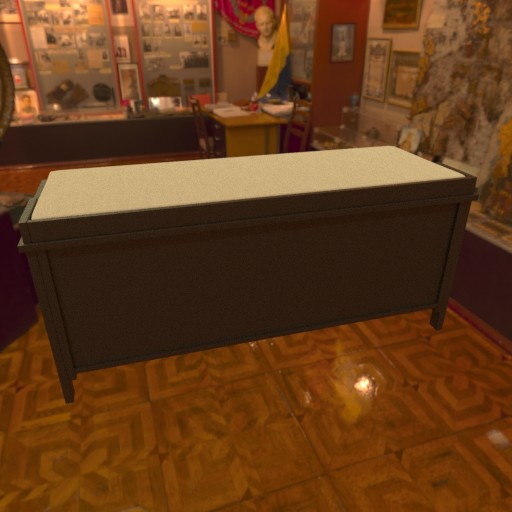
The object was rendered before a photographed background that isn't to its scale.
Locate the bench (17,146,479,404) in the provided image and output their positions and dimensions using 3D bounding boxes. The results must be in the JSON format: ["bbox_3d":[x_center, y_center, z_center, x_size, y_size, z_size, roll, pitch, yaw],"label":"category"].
[{"bbox_3d":[0.000,0.000,1.317,1.140,0.501,0.398,-8,28,-14],"label":"bench"}]
